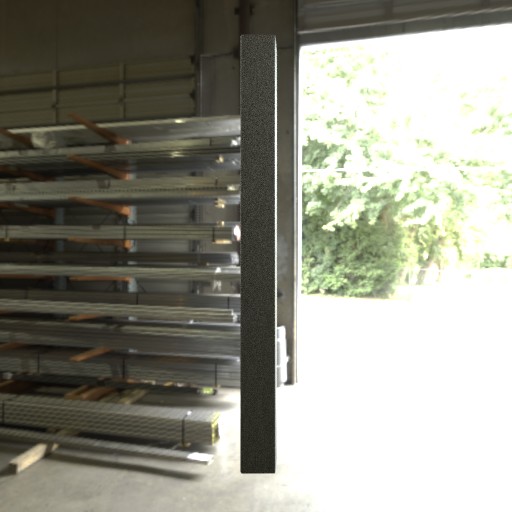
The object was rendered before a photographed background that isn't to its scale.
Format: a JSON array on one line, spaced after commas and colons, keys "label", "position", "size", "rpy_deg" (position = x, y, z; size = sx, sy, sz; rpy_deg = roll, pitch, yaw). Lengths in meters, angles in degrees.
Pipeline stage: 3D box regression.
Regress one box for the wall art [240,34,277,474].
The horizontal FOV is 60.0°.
[{"label": "wall art", "position": [0.000, 0.000, 0.523], "size": [0.028, 0.330, 0.380], "rpy_deg": [0, -1, -1]}]
